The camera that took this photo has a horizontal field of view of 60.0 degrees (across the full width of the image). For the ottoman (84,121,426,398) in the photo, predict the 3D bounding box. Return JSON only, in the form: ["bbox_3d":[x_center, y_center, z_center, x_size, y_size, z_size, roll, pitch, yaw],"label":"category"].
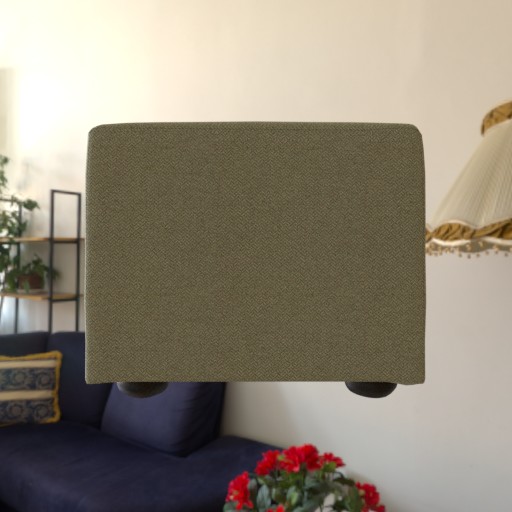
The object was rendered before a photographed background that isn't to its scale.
[{"bbox_3d":[0.000,0.000,0.906,0.521,0.453,0.512,0,0,0],"label":"ottoman"}]
